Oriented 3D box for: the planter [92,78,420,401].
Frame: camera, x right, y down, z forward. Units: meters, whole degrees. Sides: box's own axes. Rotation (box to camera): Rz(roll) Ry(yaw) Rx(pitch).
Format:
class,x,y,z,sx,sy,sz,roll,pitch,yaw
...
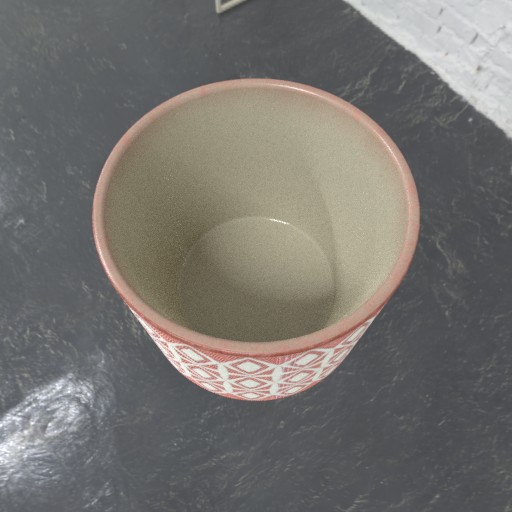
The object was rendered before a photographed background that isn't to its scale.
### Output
class,x,y,z,sx,sy,sz,roll,pitch,yaw
planter,0.000,0.000,0.477,0.273,0.237,0.273,0,64,0
